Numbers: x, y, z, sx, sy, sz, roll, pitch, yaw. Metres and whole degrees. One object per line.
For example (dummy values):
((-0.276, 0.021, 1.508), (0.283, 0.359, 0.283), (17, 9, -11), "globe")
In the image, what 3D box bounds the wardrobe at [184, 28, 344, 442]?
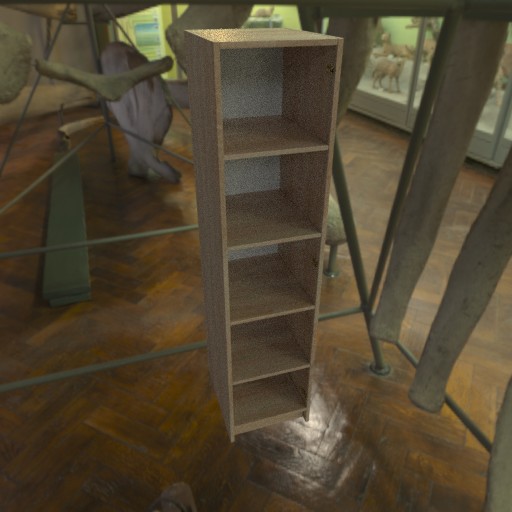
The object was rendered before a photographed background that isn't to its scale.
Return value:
((0.000, 0.000, 2.356), (0.496, 2.117, 0.588), (-9, 32, -15), "wardrobe")
